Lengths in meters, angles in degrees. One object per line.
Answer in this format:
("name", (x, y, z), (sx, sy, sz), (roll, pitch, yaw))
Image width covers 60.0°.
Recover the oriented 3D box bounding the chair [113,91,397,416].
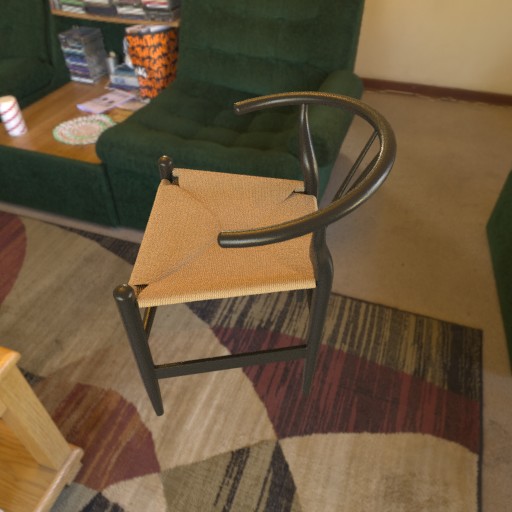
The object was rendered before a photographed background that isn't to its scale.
("chair", (0.000, 0.000, 1.166), (0.570, 0.739, 0.570), (1, 43, 1))
